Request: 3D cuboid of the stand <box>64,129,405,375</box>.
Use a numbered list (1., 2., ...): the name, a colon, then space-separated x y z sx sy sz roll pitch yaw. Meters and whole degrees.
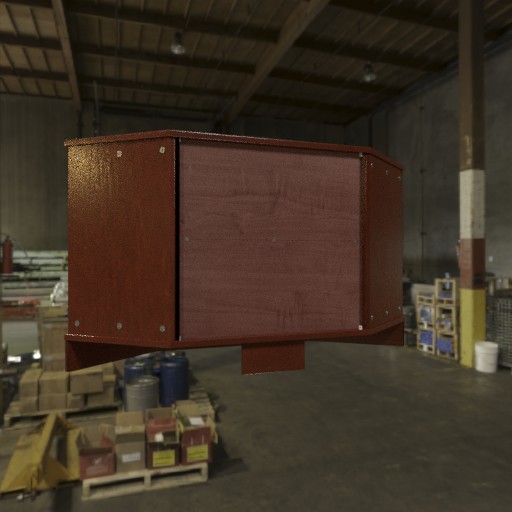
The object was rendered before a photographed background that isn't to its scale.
1. stand: 0.000 0.000 1.343 1.072 0.614 0.381 0 0 -19
